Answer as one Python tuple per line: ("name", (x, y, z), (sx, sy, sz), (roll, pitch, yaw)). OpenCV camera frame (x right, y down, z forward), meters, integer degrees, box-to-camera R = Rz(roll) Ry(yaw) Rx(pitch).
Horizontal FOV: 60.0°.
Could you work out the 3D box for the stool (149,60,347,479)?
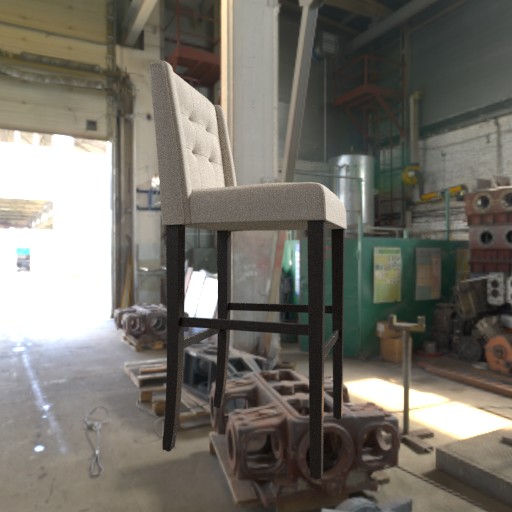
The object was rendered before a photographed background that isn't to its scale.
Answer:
("stool", (0.000, 0.000, 1.385), (0.509, 1.116, 0.474), (0, 0, 18))
